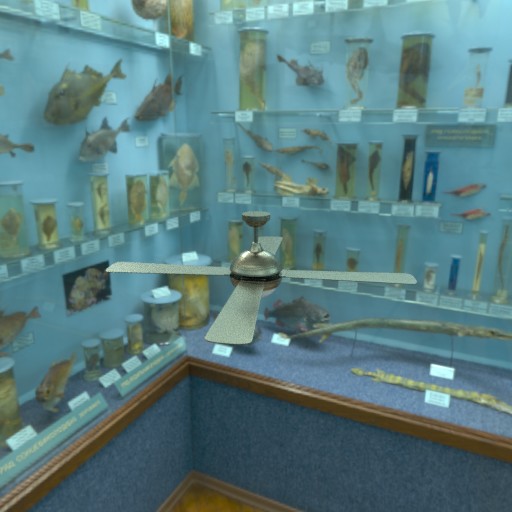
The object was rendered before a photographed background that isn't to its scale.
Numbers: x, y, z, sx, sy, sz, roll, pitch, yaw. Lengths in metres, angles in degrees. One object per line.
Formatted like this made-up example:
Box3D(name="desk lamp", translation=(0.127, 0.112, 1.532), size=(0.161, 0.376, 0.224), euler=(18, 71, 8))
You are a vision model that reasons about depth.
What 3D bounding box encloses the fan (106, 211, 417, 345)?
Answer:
Box3D(name="fan", translation=(0.000, 0.000, 1.971), size=(1.321, 0.381, 1.321), euler=(8, 18, 27))
